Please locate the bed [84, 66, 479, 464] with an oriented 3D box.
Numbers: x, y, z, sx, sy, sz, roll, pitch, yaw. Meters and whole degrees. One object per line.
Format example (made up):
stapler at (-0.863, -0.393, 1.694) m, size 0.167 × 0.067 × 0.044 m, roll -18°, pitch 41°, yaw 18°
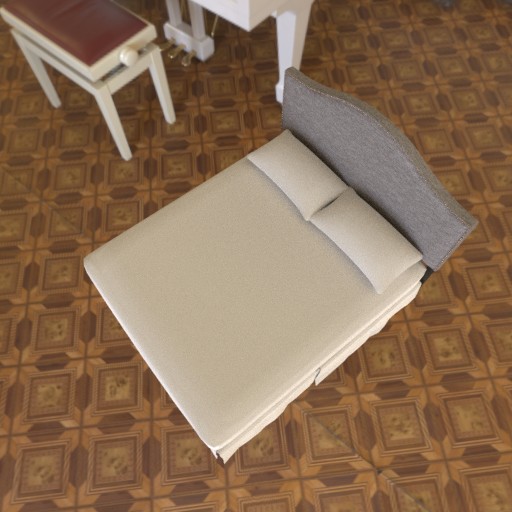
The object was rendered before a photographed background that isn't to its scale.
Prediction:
bed at (0.000, 0.000, 2.849) m, size 1.870 × 1.295 × 1.610 m, roll -35°, pitch 68°, yaw -16°
